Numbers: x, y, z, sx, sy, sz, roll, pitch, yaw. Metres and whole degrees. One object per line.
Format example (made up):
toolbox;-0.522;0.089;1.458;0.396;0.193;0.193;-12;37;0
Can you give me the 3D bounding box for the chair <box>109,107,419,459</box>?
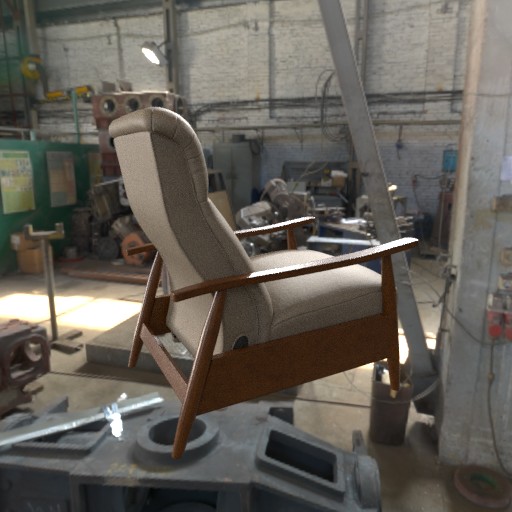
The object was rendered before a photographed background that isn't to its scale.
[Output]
chair;0.000;0.000;1.819;1.032;1.082;0.762;-6;14;-26
